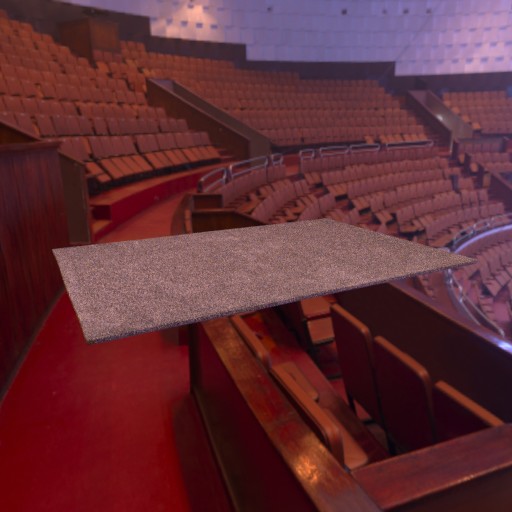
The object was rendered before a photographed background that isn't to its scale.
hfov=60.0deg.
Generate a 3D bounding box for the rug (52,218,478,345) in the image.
[{"bbox_3d":[0.000,0.000,3.364,2.699,0.026,1.802,-8,18,-27],"label":"rug"}]
